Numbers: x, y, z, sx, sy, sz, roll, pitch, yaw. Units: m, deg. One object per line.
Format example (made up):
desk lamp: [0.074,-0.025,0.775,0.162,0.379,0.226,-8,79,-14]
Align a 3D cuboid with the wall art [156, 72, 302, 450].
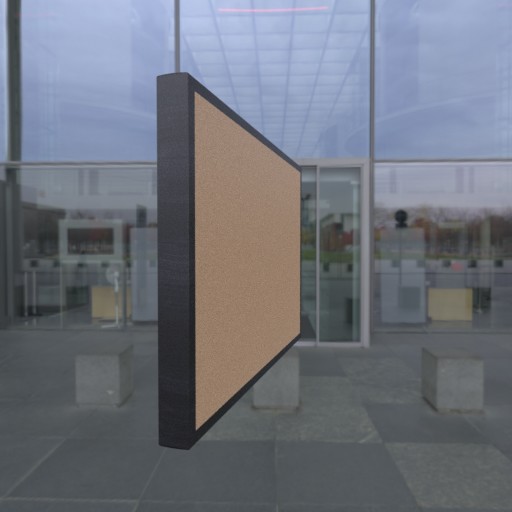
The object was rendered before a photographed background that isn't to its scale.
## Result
wall art: [0.000,0.000,0.771,0.038,0.409,0.610,0,2,17]
